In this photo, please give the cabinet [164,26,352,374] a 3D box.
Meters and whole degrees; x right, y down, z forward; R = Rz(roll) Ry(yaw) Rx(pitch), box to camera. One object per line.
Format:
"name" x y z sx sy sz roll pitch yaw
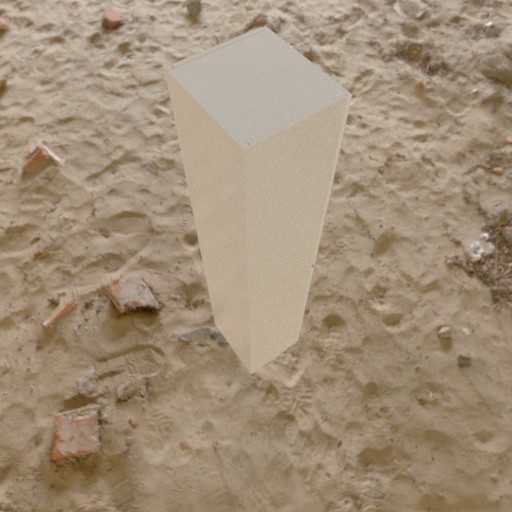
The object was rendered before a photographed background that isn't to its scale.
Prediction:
"cabinet" 0.000 0.000 1.524 0.270 1.400 0.300 -31 63 -18
